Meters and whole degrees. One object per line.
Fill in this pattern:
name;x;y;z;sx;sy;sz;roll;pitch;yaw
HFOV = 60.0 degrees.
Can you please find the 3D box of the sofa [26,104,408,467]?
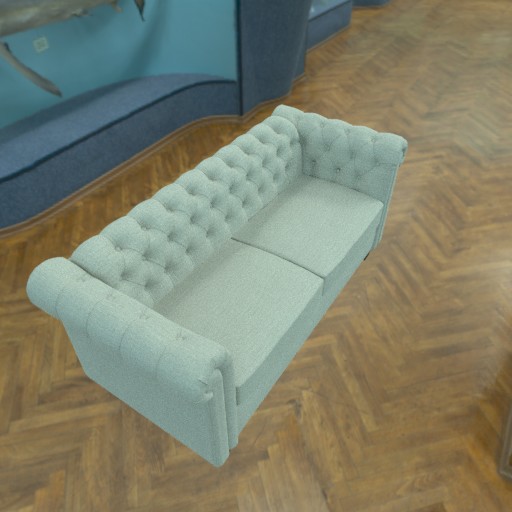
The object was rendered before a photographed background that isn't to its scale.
sofa;0.000;0.000;2.170;0.783;0.797;1.798;24;47;24
